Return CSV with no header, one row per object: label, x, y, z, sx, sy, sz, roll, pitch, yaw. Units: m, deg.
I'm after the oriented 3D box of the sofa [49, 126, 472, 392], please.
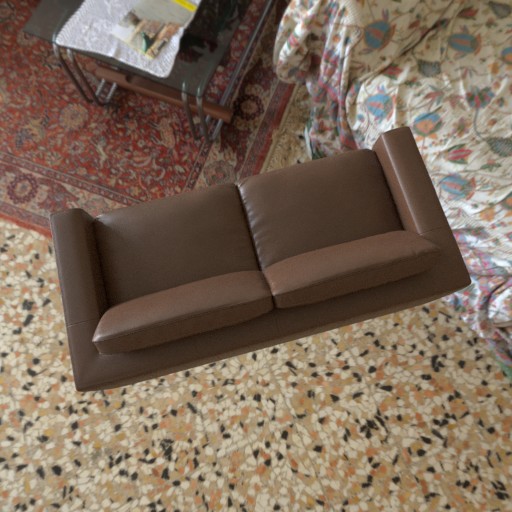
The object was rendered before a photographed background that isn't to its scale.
sofa,0.000,0.000,2.700,2.262,0.801,1.070,-15,76,-4
